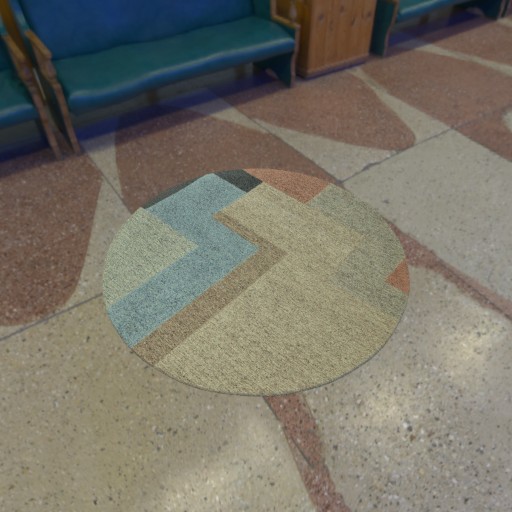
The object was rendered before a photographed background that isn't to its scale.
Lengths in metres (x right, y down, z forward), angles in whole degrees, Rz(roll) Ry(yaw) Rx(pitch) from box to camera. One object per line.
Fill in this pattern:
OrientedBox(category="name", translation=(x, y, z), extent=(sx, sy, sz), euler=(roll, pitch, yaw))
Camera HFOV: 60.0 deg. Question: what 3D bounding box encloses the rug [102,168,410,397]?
OrientedBox(category="rug", translation=(0.000, 0.000, 3.638), extent=(2.461, 0.033, 2.461), euler=(0, 46, 0))
